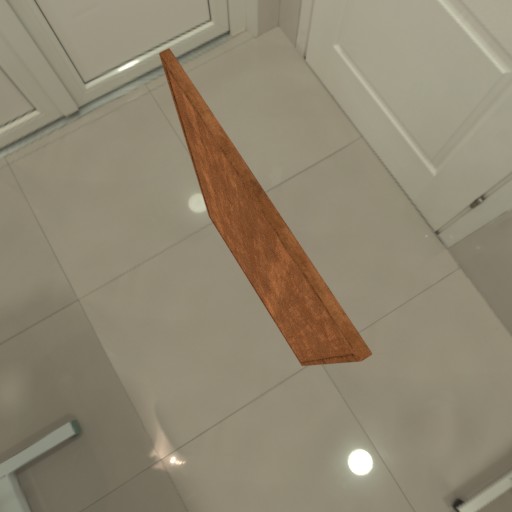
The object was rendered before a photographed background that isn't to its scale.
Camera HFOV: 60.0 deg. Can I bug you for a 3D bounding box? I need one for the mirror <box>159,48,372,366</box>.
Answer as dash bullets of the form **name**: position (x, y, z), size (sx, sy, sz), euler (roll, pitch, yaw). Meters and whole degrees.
- **mirror**: position (0.000, 0.000, 1.448), size (0.028, 1.099, 0.796), euler (-31, 78, -8)
